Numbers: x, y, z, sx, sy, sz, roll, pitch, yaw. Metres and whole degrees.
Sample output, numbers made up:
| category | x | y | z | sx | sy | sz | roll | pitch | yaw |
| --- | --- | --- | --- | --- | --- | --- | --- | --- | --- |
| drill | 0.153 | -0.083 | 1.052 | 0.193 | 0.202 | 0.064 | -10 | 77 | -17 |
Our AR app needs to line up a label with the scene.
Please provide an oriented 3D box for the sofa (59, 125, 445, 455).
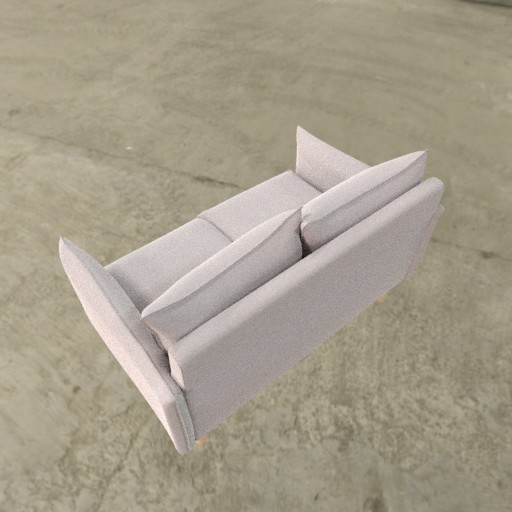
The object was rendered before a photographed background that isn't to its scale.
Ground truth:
| category | x | y | z | sx | sy | sz | roll | pitch | yaw |
| --- | --- | --- | --- | --- | --- | --- | --- | --- | --- |
| sofa | 0.000 | 0.000 | 1.807 | 1.300 | 0.840 | 0.820 | -31 | 54 | -26 |
